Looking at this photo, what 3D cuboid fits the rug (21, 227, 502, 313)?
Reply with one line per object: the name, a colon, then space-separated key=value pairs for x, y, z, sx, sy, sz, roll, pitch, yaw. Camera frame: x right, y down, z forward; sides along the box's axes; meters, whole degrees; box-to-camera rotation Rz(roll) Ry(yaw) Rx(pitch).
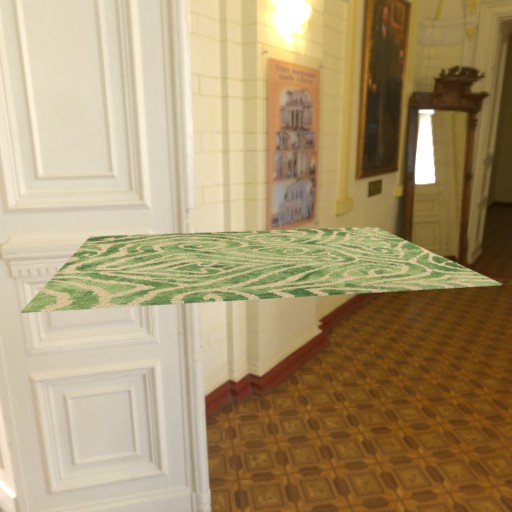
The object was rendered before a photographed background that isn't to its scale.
rug: x=0.000 y=0.000 z=2.236 sx=1.826 sy=0.006 sz=1.220 roll=-2 pitch=15 yaw=-9
